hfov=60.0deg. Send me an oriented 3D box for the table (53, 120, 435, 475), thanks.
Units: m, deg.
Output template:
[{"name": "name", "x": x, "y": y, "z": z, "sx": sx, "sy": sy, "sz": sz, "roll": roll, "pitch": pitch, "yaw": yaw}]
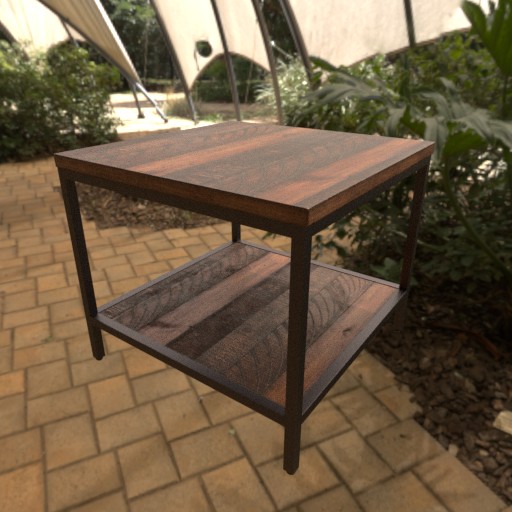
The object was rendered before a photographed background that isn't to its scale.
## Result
[{"name": "table", "x": 0.000, "y": 0.000, "z": 0.994, "sx": 0.553, "sy": 0.482, "sz": 0.548, "roll": 17, "pitch": 30, "yaw": 32}]
